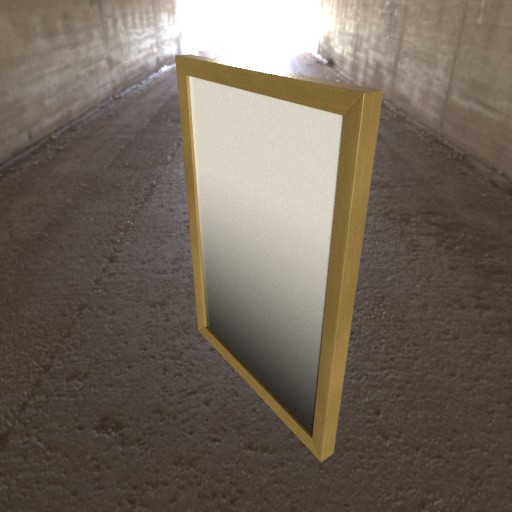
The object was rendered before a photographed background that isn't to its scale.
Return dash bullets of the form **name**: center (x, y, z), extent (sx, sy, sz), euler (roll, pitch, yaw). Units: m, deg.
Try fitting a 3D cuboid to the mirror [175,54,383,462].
- **mirror**: center (0.000, 0.000, 0.904), extent (0.040, 0.710, 0.507), euler (-20, 36, -30)
